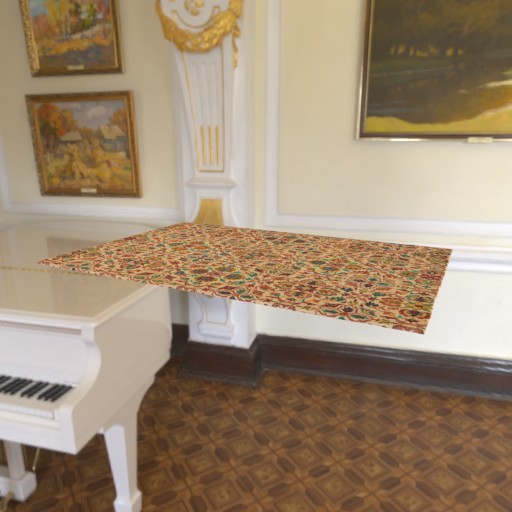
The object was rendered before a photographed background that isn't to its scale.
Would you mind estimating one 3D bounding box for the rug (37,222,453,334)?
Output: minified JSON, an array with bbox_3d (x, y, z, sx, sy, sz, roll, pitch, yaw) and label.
[{"bbox_3d":[0.000,0.000,2.929,2.297,0.018,1.541,7,17,26],"label":"rug"}]
